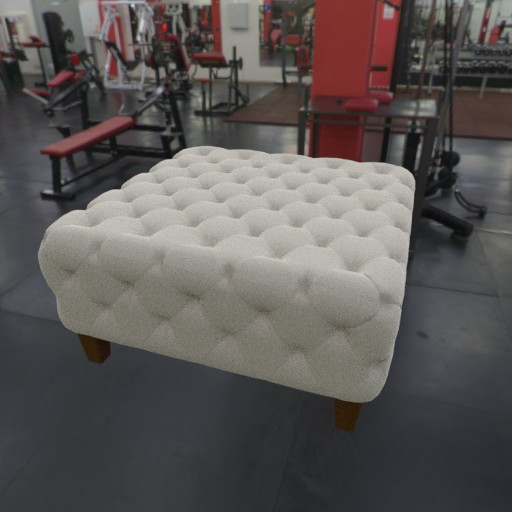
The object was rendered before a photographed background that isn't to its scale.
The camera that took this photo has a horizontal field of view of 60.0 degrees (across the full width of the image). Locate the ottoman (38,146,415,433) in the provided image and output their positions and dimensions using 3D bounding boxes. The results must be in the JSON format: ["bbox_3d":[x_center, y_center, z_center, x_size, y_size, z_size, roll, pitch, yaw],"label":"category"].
[{"bbox_3d":[0.000,0.000,1.187,0.753,0.376,0.755,10,30,17],"label":"ottoman"}]
